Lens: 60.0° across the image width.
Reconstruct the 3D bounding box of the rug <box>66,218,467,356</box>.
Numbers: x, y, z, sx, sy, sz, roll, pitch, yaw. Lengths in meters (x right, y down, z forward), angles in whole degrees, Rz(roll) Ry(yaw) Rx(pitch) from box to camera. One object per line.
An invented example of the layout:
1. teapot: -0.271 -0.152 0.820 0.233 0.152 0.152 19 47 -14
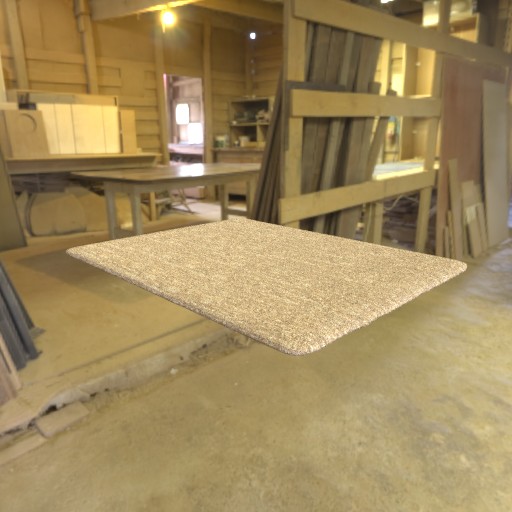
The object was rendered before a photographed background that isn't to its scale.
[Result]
1. rug: 0.000 0.000 3.882 2.242 0.050 2.873 -15 22 -43
